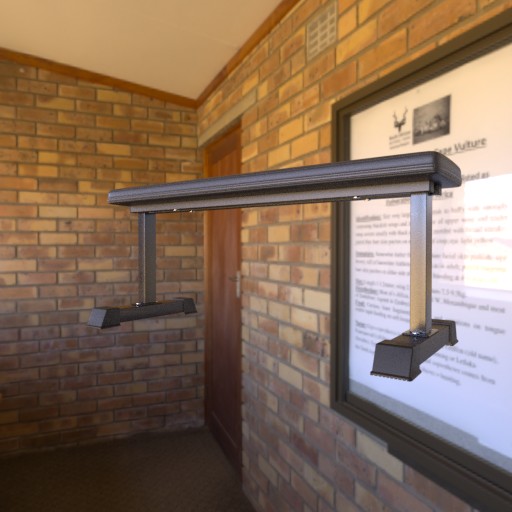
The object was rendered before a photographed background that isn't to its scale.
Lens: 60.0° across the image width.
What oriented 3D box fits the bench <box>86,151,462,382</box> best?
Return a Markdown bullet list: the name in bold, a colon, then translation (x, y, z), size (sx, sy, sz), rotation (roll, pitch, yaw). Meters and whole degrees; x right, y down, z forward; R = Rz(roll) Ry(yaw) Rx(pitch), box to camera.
- **bench**: translation (0.000, 0.000, 1.291), size (1.072, 0.453, 0.439), rotation (1, 1, 35)
